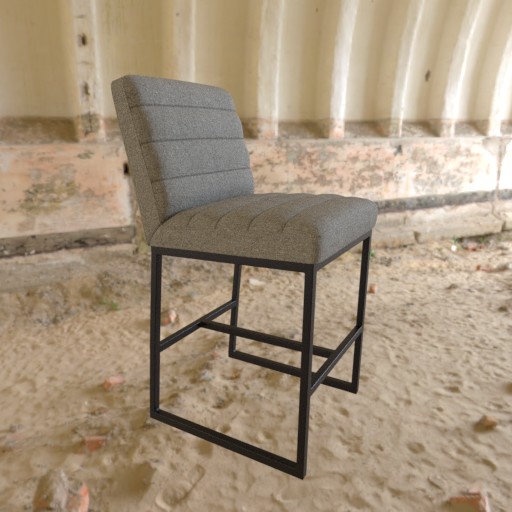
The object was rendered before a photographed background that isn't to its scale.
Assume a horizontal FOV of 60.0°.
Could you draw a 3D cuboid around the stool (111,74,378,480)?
[{"bbox_3d":[0.000,0.000,1.240,0.560,0.940,0.460,9,18,29],"label":"stool"}]
